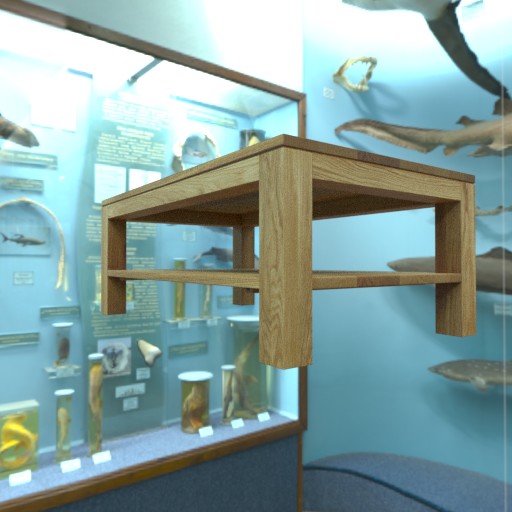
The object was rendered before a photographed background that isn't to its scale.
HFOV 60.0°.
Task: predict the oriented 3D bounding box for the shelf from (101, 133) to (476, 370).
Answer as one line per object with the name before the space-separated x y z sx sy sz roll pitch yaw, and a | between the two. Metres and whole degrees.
shelf | 0.000 0.000 1.512 0.700 0.450 1.150 1 -1 -36
